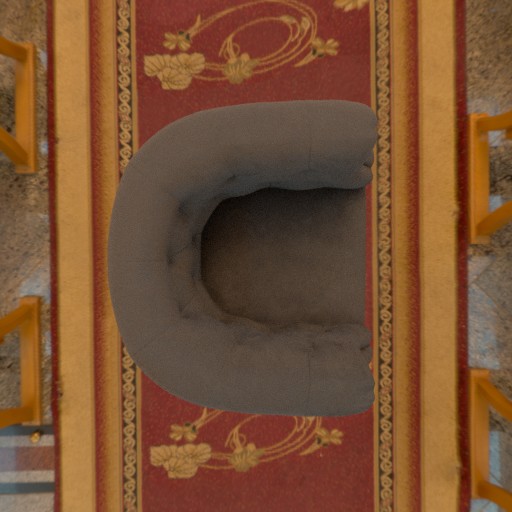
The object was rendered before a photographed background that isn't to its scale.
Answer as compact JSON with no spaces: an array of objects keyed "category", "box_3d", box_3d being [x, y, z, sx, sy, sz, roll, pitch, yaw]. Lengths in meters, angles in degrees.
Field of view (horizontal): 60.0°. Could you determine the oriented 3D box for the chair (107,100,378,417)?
[{"category":"chair","box_3d":[0.000,0.000,1.592,0.851,0.826,0.904,0,92,0]}]
